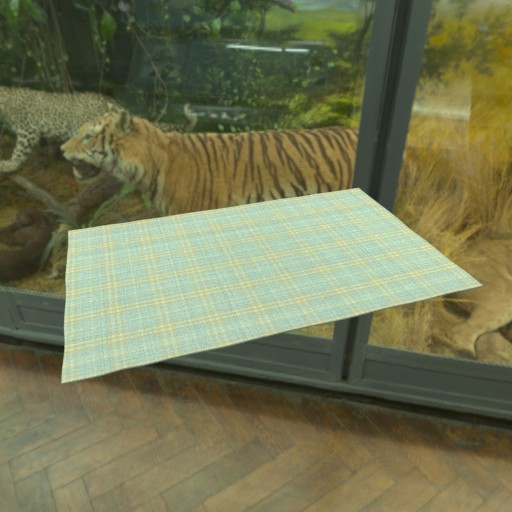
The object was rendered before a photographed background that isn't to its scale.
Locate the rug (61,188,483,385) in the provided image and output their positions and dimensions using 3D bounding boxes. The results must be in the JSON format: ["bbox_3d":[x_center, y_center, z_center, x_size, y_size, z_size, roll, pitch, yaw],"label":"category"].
[{"bbox_3d":[0.000,0.000,3.031,2.460,0.016,1.545,-10,34,-15],"label":"rug"}]
